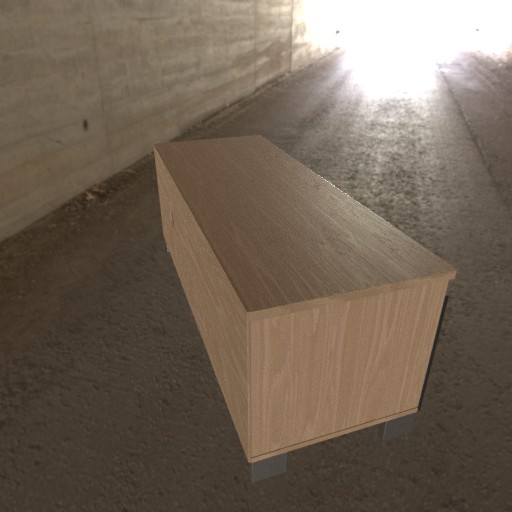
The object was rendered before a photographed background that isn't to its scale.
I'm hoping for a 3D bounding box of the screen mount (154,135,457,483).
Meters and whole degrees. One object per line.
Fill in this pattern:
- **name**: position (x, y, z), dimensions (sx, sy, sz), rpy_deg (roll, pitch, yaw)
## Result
- **screen mount**: position (0.000, 0.000, 1.307), dimensions (0.406, 0.432, 1.084), rpy_deg (-10, 30, -17)
